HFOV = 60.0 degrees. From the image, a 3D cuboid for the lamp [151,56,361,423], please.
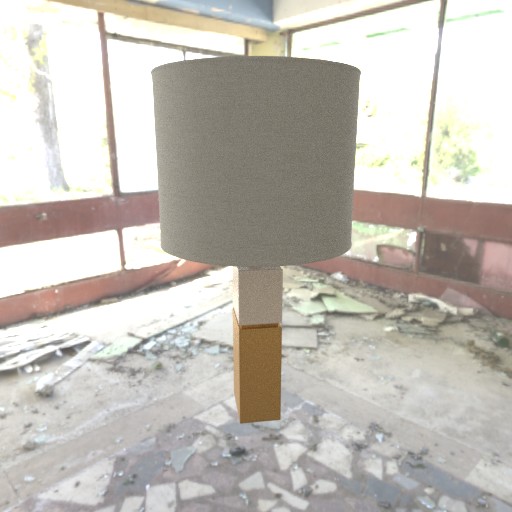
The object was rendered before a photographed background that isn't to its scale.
[{"bbox_3d":[0.000,0.000,0.546,0.229,0.417,0.229,-2,15,-9],"label":"lamp"}]
